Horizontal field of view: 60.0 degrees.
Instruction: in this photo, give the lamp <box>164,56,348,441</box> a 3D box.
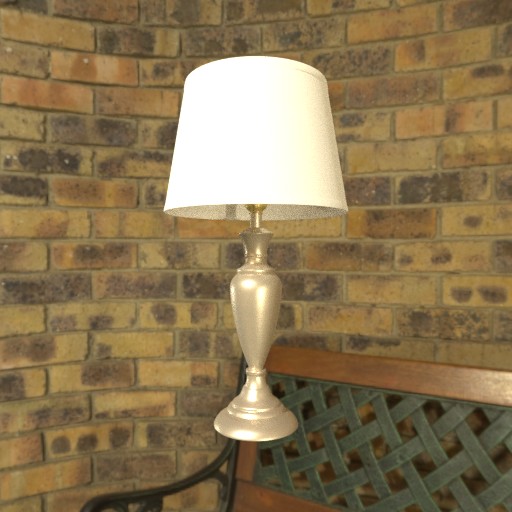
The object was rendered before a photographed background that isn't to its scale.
[{"bbox_3d":[0.000,0.000,0.805,0.328,0.612,0.328,0,0,0],"label":"lamp"}]
